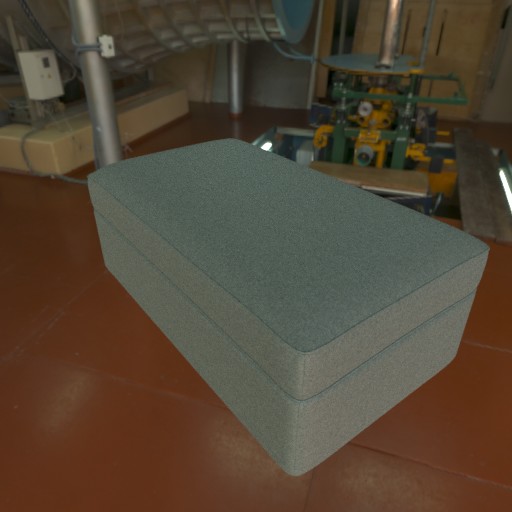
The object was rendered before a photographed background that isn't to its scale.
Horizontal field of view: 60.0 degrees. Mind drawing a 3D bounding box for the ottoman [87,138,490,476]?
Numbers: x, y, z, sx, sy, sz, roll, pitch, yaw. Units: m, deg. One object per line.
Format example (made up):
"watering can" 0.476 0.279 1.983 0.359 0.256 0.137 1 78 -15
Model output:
"ottoman" 0.000 0.000 1.468 0.681 0.494 1.173 -22 38 -31
